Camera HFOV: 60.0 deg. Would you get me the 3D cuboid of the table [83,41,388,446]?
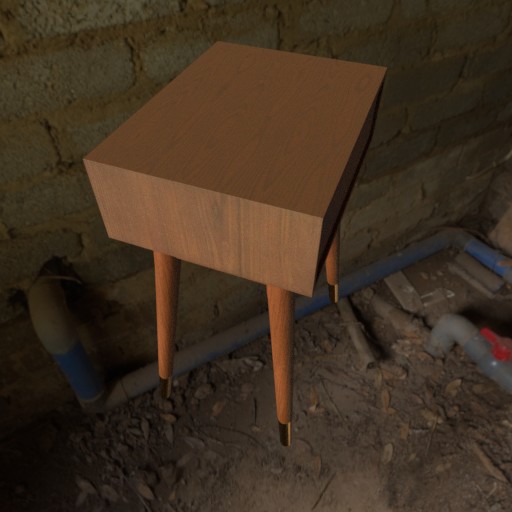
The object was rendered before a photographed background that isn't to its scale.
[{"bbox_3d":[0.000,0.000,0.828,0.300,0.599,0.406,16,48,14],"label":"table"}]
